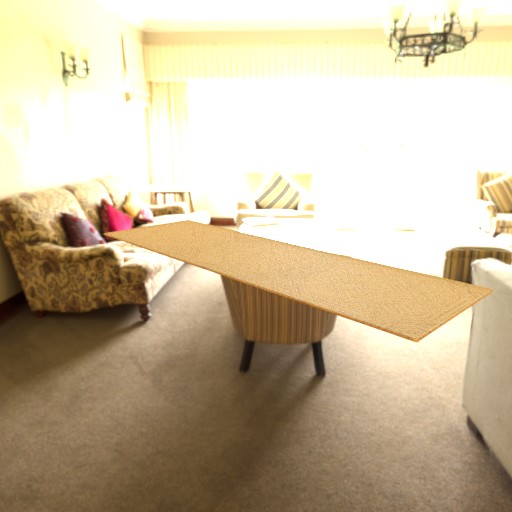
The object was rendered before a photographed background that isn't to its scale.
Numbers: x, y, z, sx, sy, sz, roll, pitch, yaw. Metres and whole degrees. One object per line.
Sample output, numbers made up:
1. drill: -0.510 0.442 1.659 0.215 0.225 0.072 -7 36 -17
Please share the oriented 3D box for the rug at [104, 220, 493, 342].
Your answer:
1. rug: 0.000 0.000 2.694 0.775 0.012 2.452 -15 21 -42
